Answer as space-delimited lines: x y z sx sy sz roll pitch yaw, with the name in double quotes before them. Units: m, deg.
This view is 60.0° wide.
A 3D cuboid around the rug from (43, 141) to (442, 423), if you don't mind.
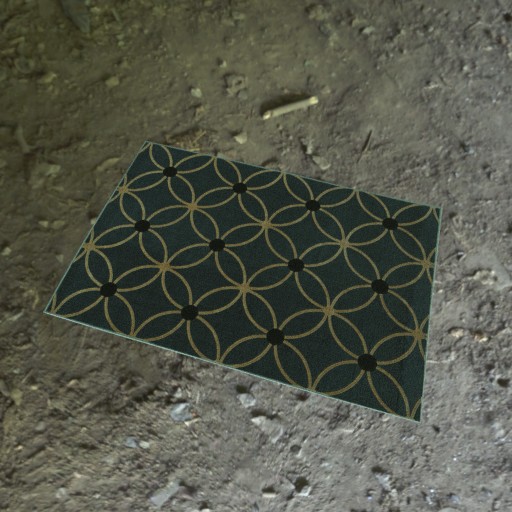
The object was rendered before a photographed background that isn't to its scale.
"rug" 0.000 0.000 2.914 2.284 0.008 1.522 14 60 8
